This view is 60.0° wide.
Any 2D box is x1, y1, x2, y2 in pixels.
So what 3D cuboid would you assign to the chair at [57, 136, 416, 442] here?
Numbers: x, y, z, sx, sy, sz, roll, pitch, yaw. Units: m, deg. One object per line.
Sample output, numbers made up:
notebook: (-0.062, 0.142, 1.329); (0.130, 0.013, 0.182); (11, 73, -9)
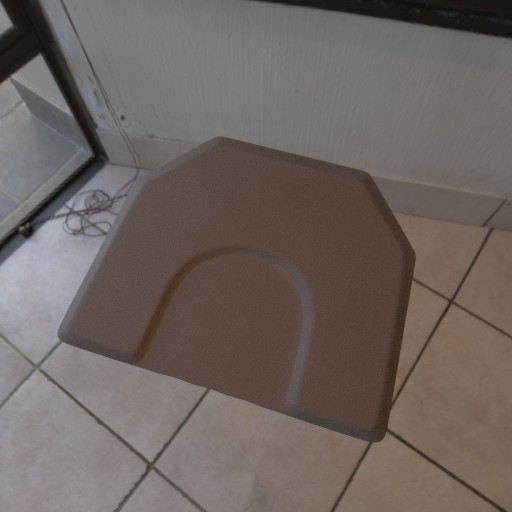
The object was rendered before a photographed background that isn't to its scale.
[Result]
chair: (0.000, 0.000, 1.980); (1.372, 0.024, 1.219); (16, 65, 8)
